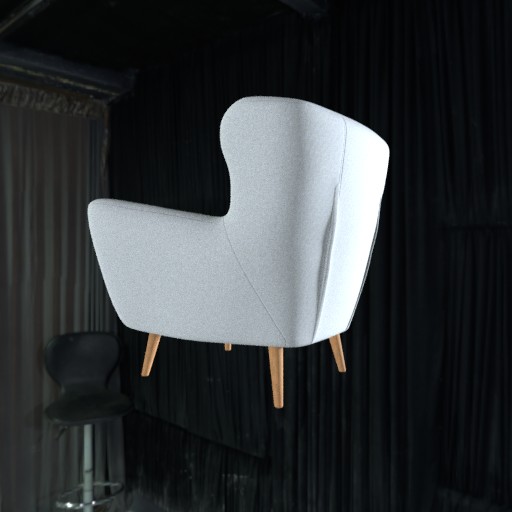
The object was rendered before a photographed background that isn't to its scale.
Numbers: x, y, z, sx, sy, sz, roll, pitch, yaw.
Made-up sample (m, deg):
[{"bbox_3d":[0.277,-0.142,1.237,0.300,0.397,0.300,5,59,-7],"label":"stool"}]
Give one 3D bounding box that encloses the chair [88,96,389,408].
[{"bbox_3d":[0.000,0.000,1.650,0.889,0.889,0.890,1,2,35],"label":"chair"}]
